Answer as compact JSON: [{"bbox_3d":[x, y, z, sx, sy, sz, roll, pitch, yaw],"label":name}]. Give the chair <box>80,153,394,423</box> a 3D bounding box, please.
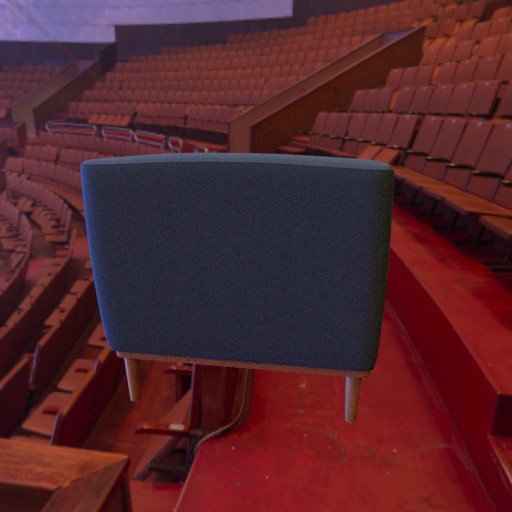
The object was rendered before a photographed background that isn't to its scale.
[{"bbox_3d":[0.000,0.000,1.649,0.946,0.818,0.951,3,18,8],"label":"chair"}]
